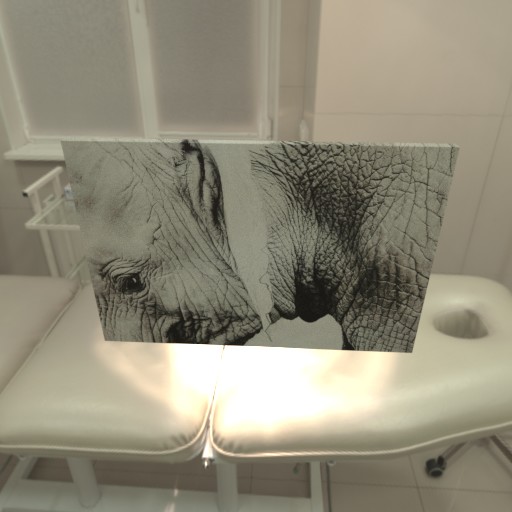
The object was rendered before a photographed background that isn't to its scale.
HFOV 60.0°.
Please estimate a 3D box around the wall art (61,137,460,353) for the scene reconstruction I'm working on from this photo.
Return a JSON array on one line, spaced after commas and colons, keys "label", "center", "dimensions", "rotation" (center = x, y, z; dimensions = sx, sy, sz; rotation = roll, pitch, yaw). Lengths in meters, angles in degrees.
[{"label": "wall art", "center": [0.000, 0.000, 1.468], "dimensions": [1.141, 0.758, 0.035], "rotation": [2, 30, 3]}]
